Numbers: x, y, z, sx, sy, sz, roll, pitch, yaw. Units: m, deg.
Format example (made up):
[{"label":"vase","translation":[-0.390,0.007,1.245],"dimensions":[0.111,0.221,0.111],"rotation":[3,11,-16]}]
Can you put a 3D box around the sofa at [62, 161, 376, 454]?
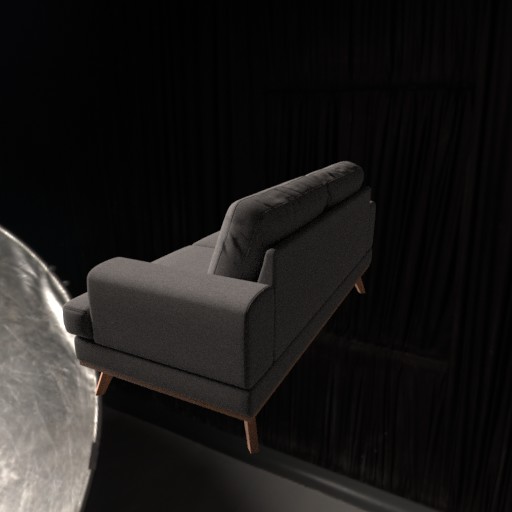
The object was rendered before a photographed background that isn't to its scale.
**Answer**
[{"label":"sofa","translation":[0.000,0.000,2.130],"dimensions":[0.785,0.810,1.650],"rotation":[9,21,25]}]
